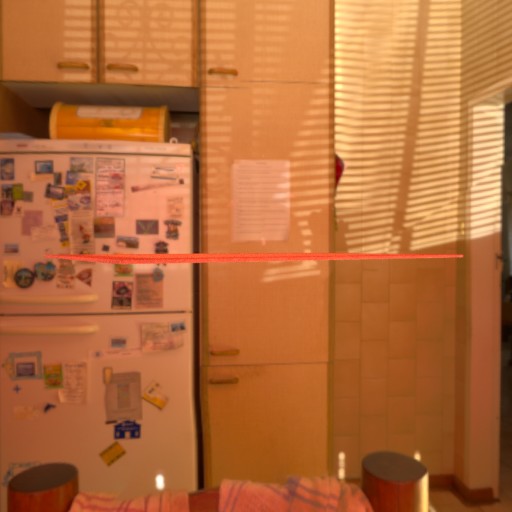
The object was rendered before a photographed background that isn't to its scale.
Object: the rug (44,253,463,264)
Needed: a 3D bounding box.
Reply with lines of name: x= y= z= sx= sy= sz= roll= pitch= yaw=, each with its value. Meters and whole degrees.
rug: x=0.000 y=0.000 z=2.318 sx=1.829 sy=0.014 sz=1.219 roll=-1 pitch=1 yaw=-35
